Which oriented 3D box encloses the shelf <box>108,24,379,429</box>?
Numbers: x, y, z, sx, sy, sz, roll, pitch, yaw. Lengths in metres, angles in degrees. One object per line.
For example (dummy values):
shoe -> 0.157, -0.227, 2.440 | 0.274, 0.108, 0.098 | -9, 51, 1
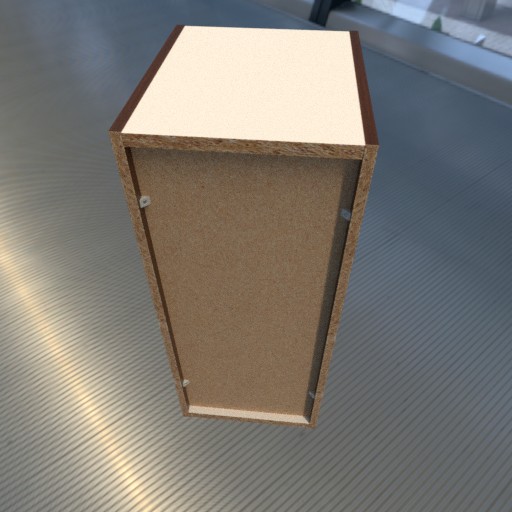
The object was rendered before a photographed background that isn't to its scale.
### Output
shelf -> 0.000, 0.000, 0.721 | 0.253, 0.600, 0.290 | 4, 46, 4
